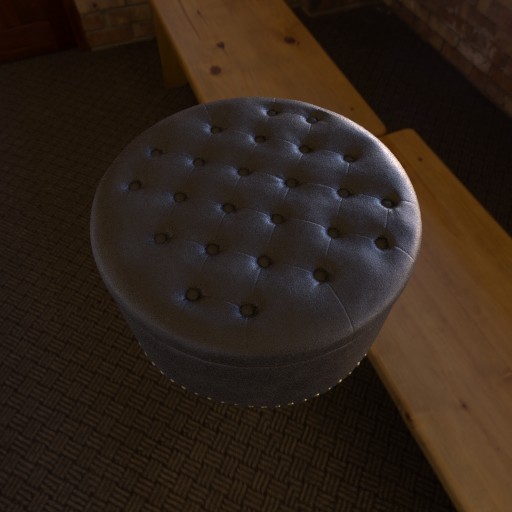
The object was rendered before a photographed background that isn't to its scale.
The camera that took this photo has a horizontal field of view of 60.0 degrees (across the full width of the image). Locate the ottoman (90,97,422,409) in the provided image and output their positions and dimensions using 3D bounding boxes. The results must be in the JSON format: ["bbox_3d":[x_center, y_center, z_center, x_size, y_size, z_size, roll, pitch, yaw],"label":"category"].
[{"bbox_3d":[0.000,0.000,1.021,0.637,0.442,0.637,0,56,0],"label":"ottoman"}]
